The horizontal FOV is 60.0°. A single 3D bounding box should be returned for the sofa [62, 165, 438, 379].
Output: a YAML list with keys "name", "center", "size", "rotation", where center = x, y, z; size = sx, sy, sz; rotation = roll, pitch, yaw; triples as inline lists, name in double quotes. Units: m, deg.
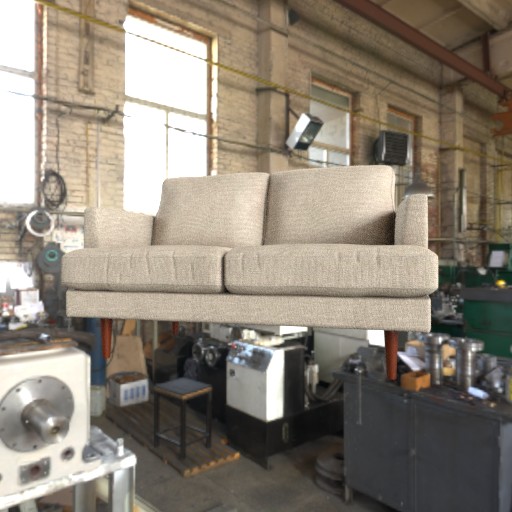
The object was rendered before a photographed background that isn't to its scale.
- name: "sofa"
  center: [0.000, 0.000, 2.172]
  size: [1.582, 0.944, 0.903]
  rotation: [0, -1, 17]
